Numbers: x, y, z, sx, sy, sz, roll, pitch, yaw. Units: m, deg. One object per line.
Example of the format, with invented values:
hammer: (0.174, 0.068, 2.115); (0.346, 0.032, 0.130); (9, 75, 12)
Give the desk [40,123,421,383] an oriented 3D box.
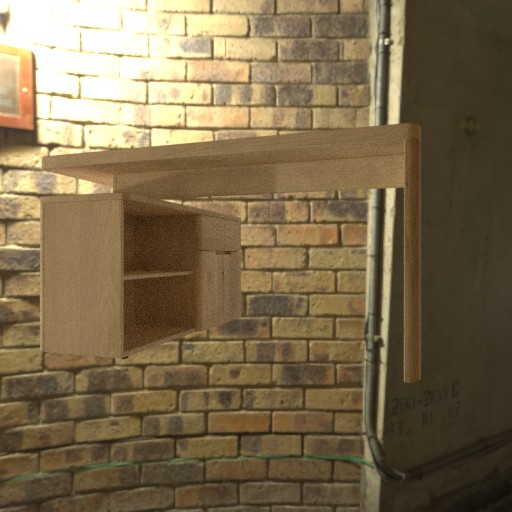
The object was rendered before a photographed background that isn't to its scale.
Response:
desk: (0.000, 0.000, 2.049); (1.400, 0.770, 1.175); (0, 0, 19)
